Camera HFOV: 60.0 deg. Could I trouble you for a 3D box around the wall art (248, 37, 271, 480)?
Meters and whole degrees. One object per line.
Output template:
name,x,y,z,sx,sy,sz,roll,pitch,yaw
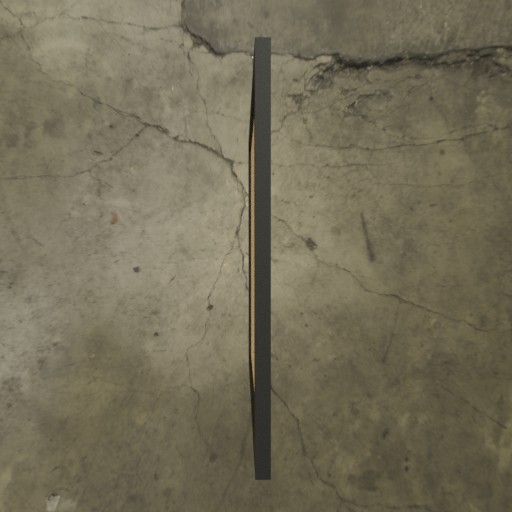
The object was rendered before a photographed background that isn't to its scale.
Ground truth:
wall art,0.000,0.000,0.533,0.013,0.356,0.356,0,91,-2
